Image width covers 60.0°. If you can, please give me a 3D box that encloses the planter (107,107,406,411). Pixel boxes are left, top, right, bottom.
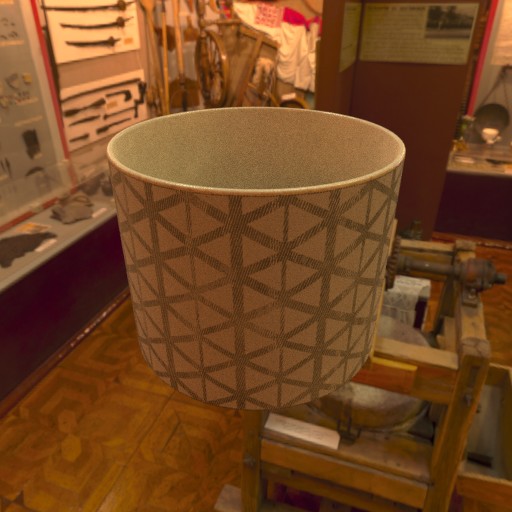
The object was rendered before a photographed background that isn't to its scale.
[{"bbox_3d":[0.000,0.000,0.338,0.190,0.181,0.190,0,30,0],"label":"planter"}]
